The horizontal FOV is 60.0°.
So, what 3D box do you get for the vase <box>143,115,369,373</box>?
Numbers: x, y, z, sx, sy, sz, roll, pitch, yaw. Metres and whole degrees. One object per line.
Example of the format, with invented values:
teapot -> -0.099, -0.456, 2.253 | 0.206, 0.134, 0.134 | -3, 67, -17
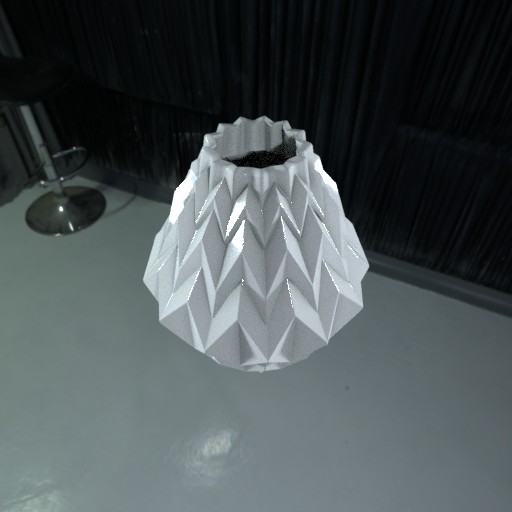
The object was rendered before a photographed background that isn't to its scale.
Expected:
vase -> 0.000, 0.000, 0.320 | 0.164, 0.185, 0.164 | 0, 46, 0
